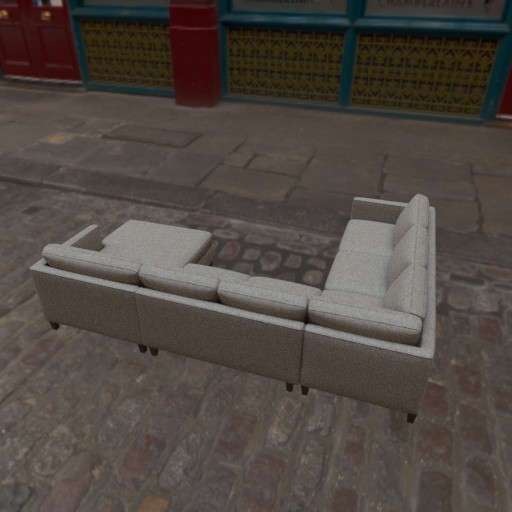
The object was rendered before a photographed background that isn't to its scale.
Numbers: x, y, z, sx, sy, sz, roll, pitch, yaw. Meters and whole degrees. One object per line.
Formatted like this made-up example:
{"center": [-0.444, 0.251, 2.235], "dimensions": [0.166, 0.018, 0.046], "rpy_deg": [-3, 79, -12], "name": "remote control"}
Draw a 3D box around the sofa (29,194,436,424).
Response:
{"center": [0.000, 0.000, 4.547], "dimensions": [3.403, 0.889, 2.551], "rpy_deg": [10, 33, 16], "name": "sofa"}
